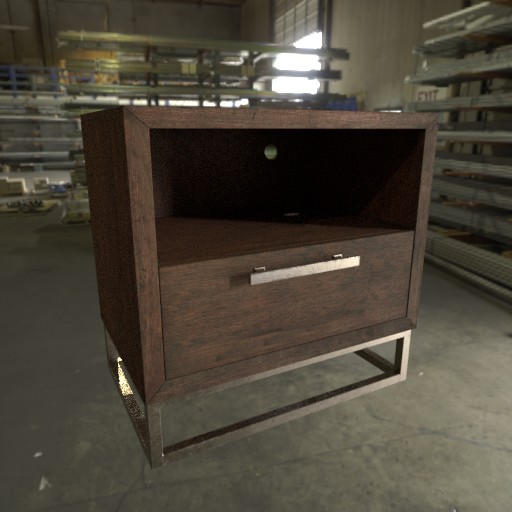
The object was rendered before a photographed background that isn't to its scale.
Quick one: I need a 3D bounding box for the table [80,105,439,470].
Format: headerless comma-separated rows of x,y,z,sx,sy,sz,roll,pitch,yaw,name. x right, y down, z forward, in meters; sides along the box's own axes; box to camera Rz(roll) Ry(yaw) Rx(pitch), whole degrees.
0.000,0.000,1.218,0.767,0.746,0.542,-8,18,-27,table
